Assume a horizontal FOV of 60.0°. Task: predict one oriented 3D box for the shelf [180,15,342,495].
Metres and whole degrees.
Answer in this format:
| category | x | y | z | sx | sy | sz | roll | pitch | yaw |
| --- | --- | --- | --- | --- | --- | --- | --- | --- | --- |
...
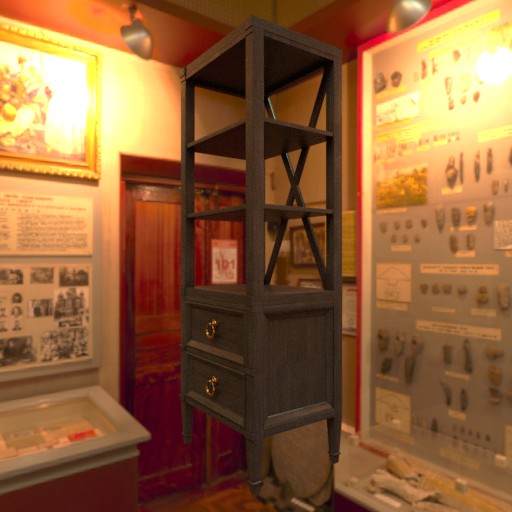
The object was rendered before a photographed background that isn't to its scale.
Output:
| category | x | y | z | sx | sy | sz | roll | pitch | yaw |
| --- | --- | --- | --- | --- | --- | --- | --- | --- | --- |
| shelf | 0.000 | 0.000 | 1.955 | 0.472 | 1.727 | 0.584 | 0 | 0 | -36 |
